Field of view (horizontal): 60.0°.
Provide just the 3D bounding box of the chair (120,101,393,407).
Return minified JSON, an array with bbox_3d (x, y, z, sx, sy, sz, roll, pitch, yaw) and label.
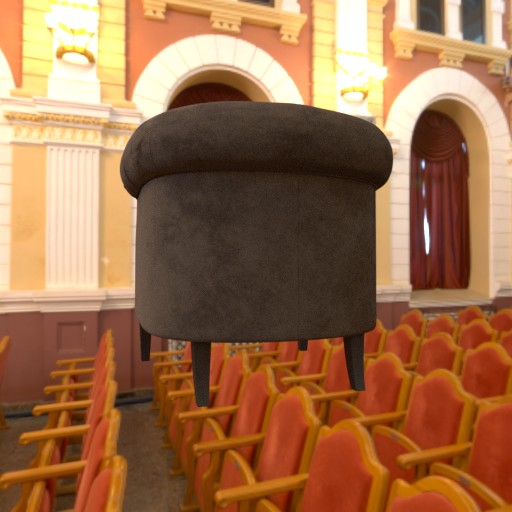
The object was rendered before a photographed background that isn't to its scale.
[{"bbox_3d":[0.000,0.000,1.542,0.904,0.826,0.851,0,-1,-18],"label":"chair"}]
